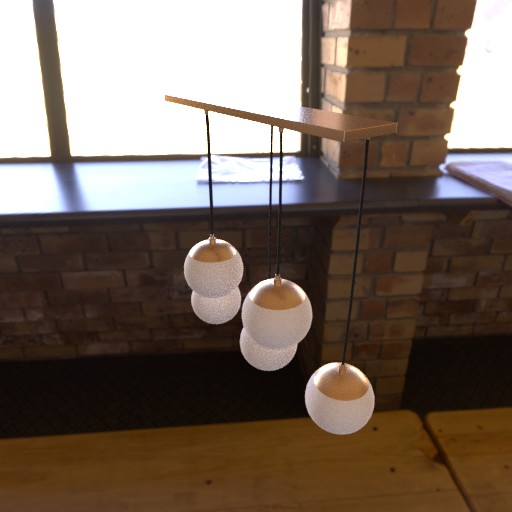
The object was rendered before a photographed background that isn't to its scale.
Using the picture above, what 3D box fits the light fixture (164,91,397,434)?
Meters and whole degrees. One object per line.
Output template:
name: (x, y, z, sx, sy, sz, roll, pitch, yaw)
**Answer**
light fixture: (0.000, 0.000, 1.339, 0.299, 0.869, 0.863, -18, 32, -32)
